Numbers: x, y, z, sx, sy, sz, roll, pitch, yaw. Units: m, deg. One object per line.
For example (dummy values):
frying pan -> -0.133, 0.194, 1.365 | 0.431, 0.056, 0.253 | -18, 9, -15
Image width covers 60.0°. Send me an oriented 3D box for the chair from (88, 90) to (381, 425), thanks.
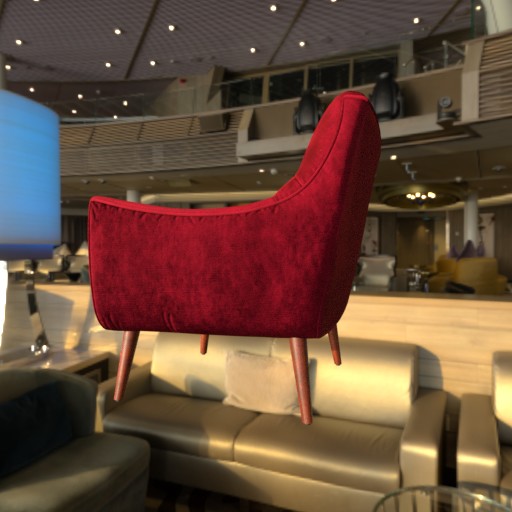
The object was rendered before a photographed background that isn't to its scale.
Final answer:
chair -> 0.000, 0.000, 1.465 | 0.787, 0.838, 0.762 | 0, 1, 18
